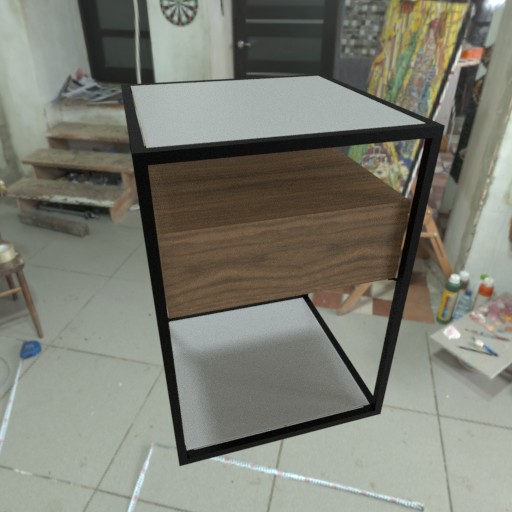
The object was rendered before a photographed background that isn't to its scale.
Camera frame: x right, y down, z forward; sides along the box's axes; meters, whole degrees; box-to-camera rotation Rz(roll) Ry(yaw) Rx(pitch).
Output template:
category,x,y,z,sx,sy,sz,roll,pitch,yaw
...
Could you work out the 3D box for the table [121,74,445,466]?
category,x,y,z,sx,sy,sz,roll,pitch,yaw
table,0.000,0.000,0.800,0.378,0.540,0.378,-9,33,-14
